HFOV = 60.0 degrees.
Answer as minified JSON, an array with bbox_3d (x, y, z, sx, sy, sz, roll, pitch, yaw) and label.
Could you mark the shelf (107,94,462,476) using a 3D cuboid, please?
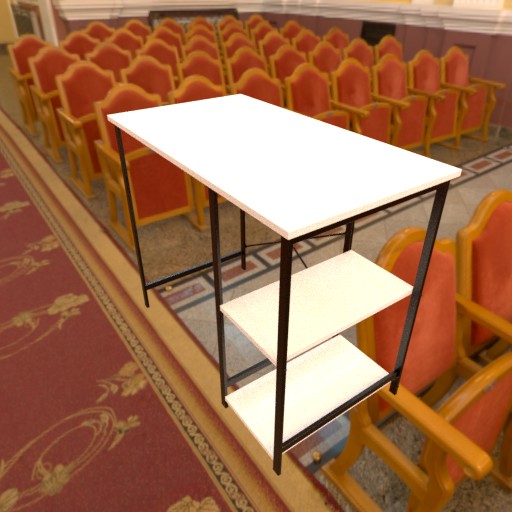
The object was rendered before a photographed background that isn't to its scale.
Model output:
[{"bbox_3d":[0.000,0.000,1.388,0.498,0.750,0.902,-21,38,-29],"label":"shelf"}]
